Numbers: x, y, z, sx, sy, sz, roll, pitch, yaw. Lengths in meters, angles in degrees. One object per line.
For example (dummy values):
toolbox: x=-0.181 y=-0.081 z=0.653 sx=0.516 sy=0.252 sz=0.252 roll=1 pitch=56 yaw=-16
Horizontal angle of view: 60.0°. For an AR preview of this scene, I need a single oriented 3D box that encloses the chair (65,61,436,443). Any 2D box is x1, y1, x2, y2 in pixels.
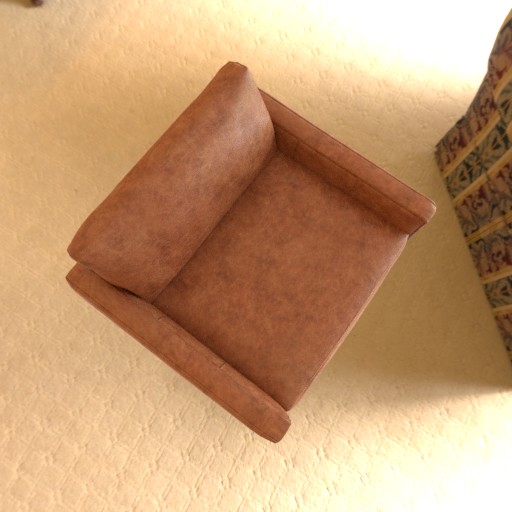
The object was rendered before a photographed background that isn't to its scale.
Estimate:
chair: x=0.000 y=0.000 z=1.626 sx=0.862 sy=0.869 sz=0.967 roll=36 pitch=79 yaw=8
